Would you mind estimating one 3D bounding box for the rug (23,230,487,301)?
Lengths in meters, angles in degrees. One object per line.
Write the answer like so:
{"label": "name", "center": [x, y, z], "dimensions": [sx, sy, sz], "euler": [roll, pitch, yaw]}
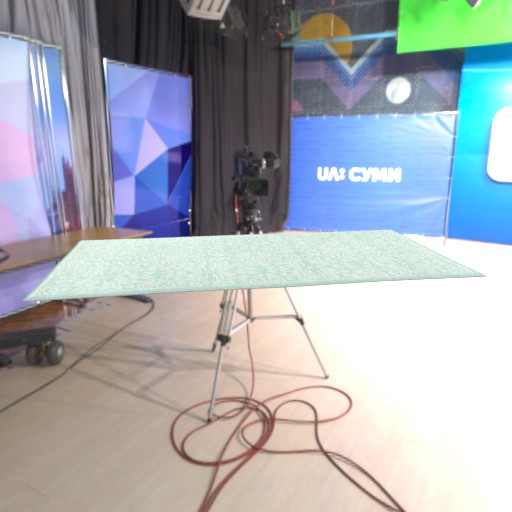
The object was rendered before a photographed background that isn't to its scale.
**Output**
{"label": "rug", "center": [0.000, 0.000, 1.433], "dimensions": [1.219, 0.007, 0.604], "euler": [-2, 16, -8]}
